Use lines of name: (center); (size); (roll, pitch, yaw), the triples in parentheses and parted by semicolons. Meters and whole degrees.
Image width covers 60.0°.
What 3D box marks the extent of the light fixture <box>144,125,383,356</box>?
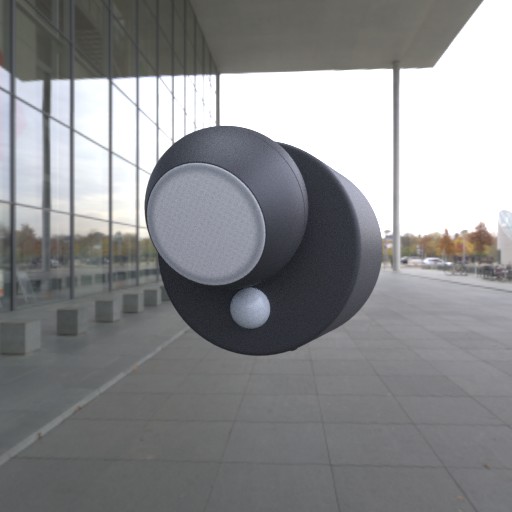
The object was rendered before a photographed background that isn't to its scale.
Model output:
light fixture: (0.000, 0.000, 0.261); (0.134, 0.143, 0.160); (0, 0, 20)
